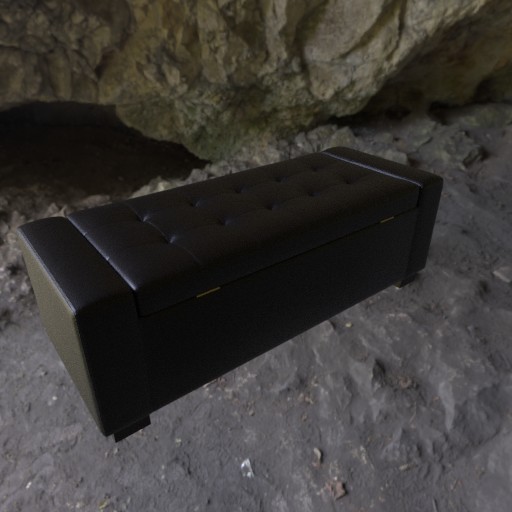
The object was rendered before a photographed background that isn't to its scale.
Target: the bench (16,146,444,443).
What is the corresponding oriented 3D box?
[{"bbox_3d":[0.000,0.000,1.488,1.296,0.445,0.508,-21,36,-32],"label":"bench"}]
